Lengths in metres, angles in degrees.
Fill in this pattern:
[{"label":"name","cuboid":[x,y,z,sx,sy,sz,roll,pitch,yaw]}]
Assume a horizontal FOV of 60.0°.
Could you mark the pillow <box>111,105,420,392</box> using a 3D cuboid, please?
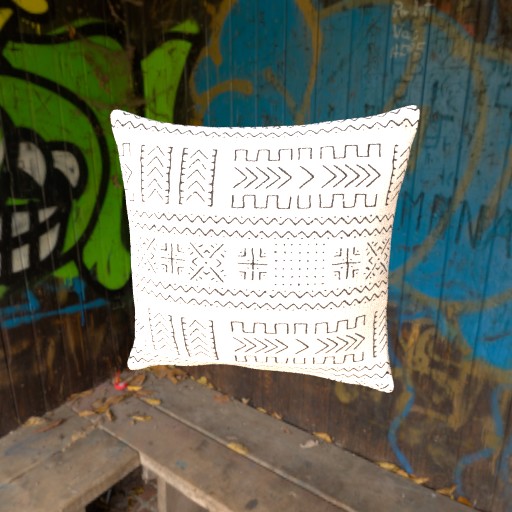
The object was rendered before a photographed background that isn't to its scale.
[{"label":"pillow","cuboid":[0.000,0.000,0.671,0.438,0.430,0.164,2,17,8]}]
